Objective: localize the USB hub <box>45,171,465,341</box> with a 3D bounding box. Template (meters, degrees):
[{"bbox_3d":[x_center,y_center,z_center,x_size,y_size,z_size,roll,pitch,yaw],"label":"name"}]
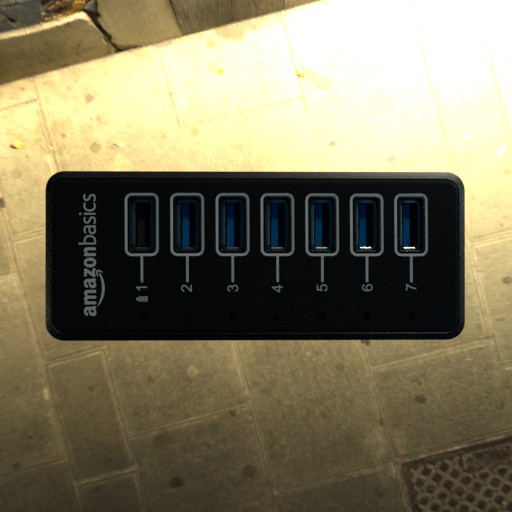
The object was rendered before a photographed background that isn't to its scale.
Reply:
[{"bbox_3d":[0.000,0.000,0.126,0.110,0.023,0.044,0,90,-1],"label":"USB hub"}]
